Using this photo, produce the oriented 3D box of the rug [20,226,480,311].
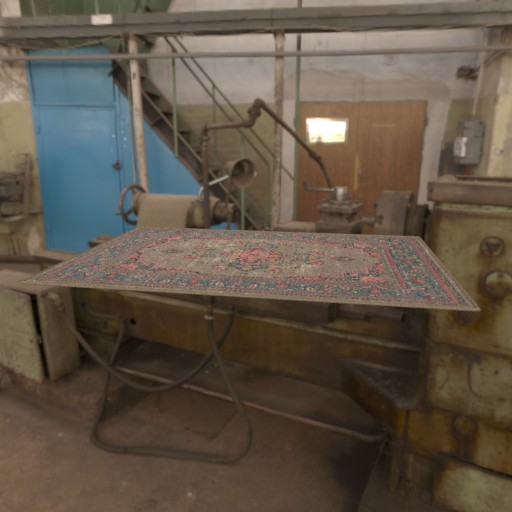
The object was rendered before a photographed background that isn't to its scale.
[{"bbox_3d":[0.000,0.000,2.189,1.748,0.014,1.144,3,15,9],"label":"rug"}]
